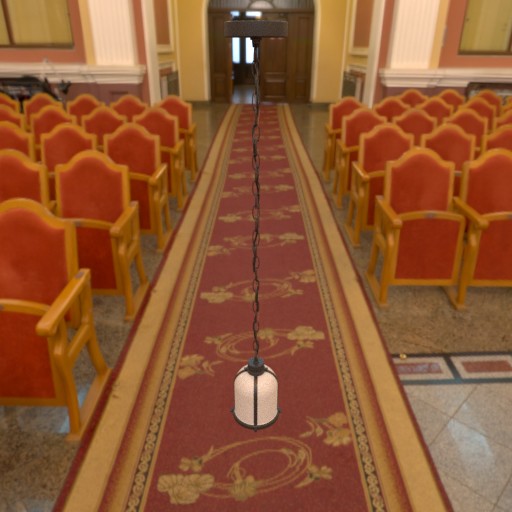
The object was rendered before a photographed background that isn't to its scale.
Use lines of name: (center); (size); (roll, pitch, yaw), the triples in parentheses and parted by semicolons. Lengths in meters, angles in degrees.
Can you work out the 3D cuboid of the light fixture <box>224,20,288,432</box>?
light fixture: (0.000, 0.000, 1.264); (0.178, 1.181, 0.178); (0, 25, 1)
